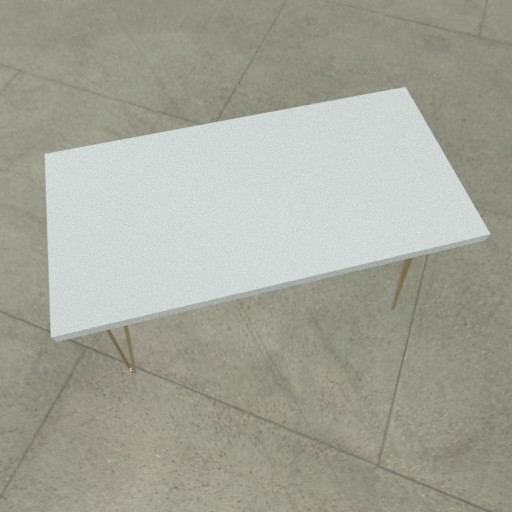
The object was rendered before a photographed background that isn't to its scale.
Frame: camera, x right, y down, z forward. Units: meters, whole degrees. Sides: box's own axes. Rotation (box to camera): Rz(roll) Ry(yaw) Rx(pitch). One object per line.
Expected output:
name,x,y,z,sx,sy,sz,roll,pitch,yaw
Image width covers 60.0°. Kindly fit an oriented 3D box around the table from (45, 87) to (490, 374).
table,0.000,0.000,1.367,0.991,0.660,0.498,-13,63,-7
